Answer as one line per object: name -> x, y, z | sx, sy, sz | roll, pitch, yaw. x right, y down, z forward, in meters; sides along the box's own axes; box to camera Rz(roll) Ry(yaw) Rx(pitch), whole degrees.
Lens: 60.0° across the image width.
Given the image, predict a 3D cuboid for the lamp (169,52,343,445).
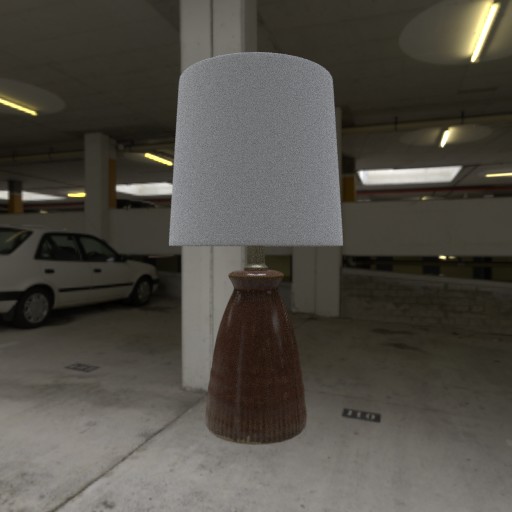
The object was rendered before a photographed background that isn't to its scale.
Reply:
lamp -> 0.000, 0.000, 0.483 | 0.186, 0.369, 0.186 | 0, 1, 0
